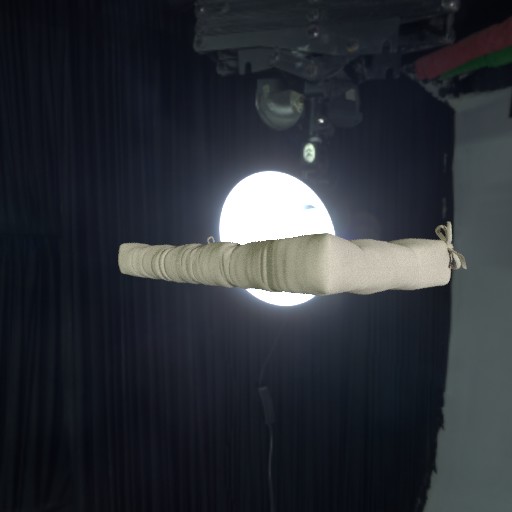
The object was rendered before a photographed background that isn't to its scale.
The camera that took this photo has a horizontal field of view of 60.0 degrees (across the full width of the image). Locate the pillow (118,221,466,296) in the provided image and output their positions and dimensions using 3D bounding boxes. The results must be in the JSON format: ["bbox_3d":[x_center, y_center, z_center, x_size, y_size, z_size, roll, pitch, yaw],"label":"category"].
[{"bbox_3d":[0.000,0.000,1.408,0.511,0.174,1.194,0,0,-37],"label":"pillow"}]
